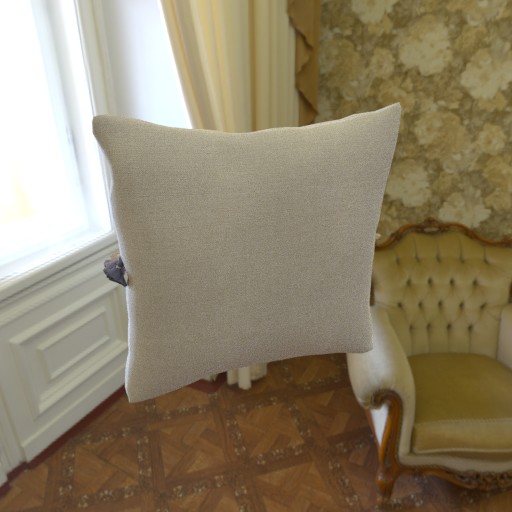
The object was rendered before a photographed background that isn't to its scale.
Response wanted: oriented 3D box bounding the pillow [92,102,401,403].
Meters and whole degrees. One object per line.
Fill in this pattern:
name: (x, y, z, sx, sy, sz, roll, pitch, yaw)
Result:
pillow: (0.000, 0.000, 0.749, 0.489, 0.481, 0.165, -8, 26, -16)
